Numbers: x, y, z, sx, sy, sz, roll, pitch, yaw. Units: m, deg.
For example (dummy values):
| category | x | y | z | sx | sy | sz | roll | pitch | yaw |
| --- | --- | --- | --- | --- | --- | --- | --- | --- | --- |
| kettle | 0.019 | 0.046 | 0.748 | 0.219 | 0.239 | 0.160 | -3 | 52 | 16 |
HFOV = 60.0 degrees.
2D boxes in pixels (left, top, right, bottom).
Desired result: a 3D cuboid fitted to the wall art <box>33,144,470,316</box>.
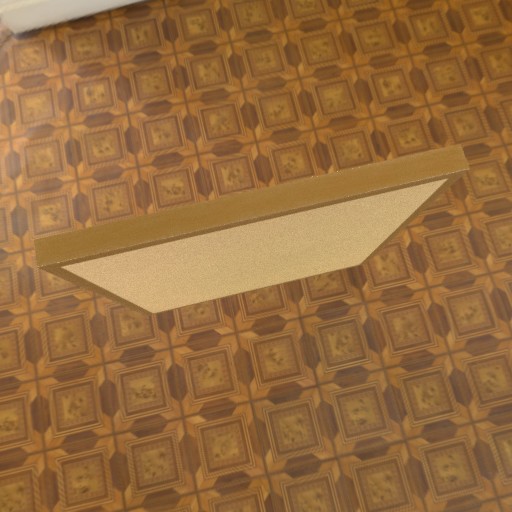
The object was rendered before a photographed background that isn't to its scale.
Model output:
| category | x | y | z | sx | sy | sz | roll | pitch | yaw |
| --- | --- | --- | --- | --- | --- | --- | --- | --- | --- |
| wall art | 0.000 | 0.000 | 0.758 | 0.510 | 0.509 | 0.033 | -13 | 77 | -3 |
